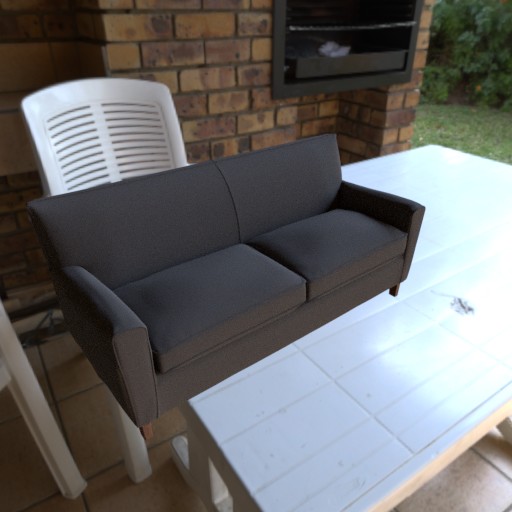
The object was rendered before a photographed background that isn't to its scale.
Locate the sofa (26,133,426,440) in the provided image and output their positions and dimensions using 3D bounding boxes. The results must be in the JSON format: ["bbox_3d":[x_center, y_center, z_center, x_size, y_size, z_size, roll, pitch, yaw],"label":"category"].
[{"bbox_3d":[0.000,0.000,2.457,2.002,0.907,0.843,-21,36,-33],"label":"sofa"}]
